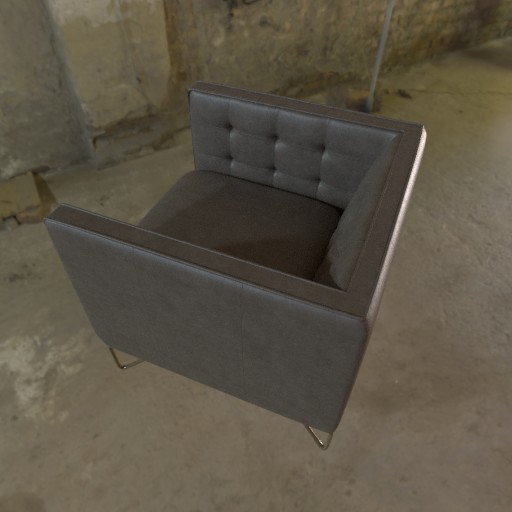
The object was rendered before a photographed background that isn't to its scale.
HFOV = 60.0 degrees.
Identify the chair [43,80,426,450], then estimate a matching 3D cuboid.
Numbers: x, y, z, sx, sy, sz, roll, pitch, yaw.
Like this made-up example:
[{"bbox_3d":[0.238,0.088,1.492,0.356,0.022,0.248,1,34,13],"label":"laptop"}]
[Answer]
[{"bbox_3d":[0.000,0.000,1.584,0.894,0.790,0.880,17,49,15],"label":"chair"}]
